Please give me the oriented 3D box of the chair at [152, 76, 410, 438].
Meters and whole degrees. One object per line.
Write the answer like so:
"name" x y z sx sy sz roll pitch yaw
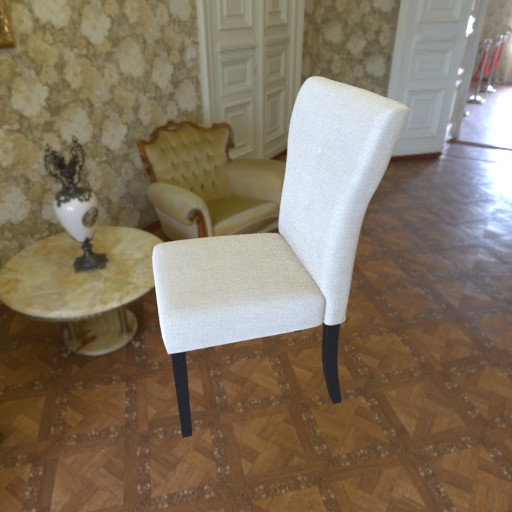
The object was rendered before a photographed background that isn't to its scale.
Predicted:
"chair" 0.000 0.000 1.309 0.597 0.921 0.509 -7 30 -13
